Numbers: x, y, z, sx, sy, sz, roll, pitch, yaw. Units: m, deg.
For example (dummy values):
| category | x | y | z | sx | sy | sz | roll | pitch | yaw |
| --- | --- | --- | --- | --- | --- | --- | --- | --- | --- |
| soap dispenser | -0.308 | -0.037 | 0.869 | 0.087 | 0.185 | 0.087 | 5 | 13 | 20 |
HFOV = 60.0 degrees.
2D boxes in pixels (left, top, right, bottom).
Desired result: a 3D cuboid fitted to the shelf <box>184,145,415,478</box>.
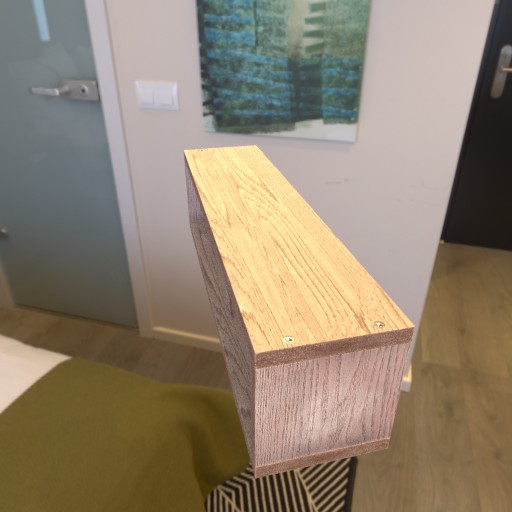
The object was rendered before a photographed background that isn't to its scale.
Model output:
| category | x | y | z | sx | sy | sz | roll | pitch | yaw |
| --- | --- | --- | --- | --- | --- | --- | --- | --- | --- |
| shelf | 0.000 | 0.000 | 0.687 | 0.150 | 0.170 | 0.610 | -7 | 30 | -12 |
